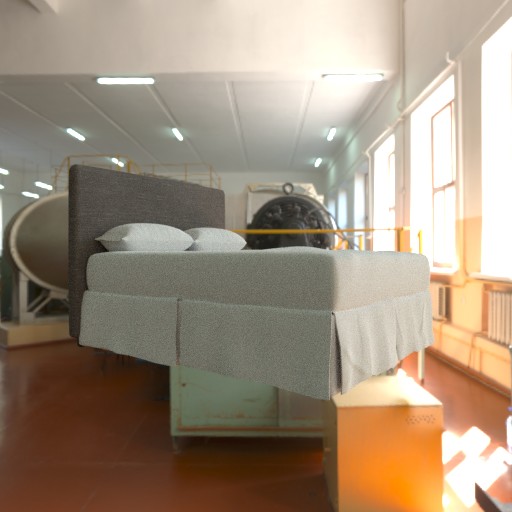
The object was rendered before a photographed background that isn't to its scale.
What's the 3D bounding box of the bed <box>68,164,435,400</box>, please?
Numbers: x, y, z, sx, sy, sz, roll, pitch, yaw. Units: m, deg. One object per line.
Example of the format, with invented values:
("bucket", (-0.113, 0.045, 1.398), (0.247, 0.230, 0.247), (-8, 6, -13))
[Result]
("bed", (0.000, 0.000, 3.248), (2.142, 1.330, 1.723), (0, 0, 36))
